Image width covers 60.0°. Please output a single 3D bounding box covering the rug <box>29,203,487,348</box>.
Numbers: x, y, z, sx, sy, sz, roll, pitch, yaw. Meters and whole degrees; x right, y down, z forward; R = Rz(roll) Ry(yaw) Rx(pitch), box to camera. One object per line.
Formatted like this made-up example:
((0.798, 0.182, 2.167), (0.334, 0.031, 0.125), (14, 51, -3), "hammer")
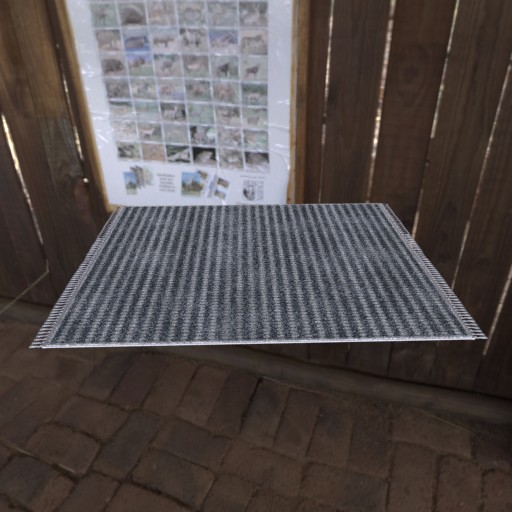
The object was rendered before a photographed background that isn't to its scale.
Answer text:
((0.000, 0.000, 3.784), (2.910, 0.013, 2.256), (-1, 29, -2), "rug")
